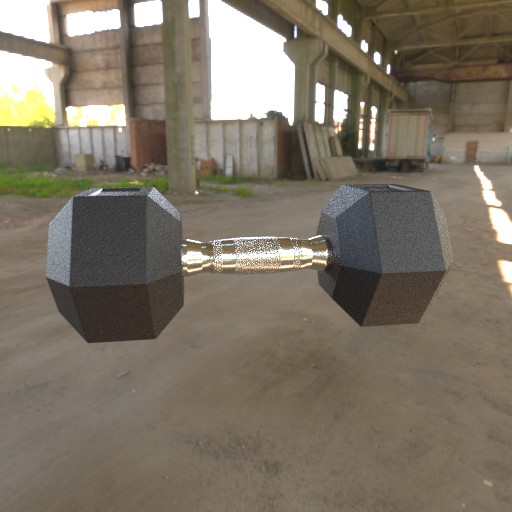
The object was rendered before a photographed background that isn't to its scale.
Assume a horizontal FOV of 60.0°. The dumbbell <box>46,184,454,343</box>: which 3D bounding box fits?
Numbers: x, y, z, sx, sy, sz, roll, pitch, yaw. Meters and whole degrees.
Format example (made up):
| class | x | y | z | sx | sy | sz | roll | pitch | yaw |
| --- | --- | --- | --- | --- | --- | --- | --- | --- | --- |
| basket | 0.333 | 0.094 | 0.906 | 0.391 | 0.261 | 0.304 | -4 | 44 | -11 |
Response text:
| class | x | y | z | sx | sy | sz | roll | pitch | yaw |
| --- | --- | --- | --- | --- | --- | --- | --- | --- | --- |
| dumbbell | 0.000 | 0.000 | 0.376 | 0.315 | 0.113 | 0.129 | -2 | 14 | -8 |
